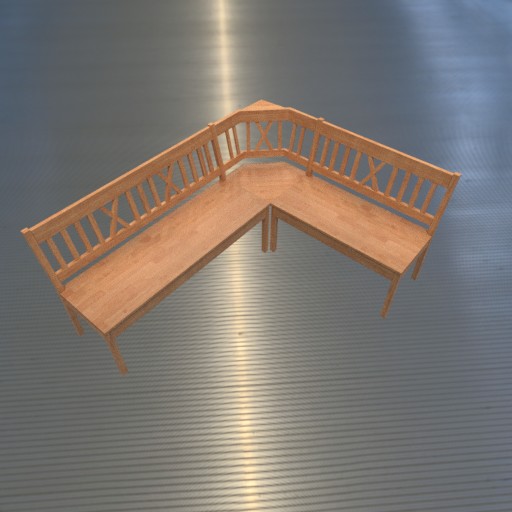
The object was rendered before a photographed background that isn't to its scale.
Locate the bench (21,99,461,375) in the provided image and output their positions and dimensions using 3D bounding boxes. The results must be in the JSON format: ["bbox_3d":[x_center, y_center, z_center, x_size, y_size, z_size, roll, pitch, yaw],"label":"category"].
[{"bbox_3d":[0.000,0.000,2.773,1.537,0.902,1.937,32,54,26],"label":"bench"}]
